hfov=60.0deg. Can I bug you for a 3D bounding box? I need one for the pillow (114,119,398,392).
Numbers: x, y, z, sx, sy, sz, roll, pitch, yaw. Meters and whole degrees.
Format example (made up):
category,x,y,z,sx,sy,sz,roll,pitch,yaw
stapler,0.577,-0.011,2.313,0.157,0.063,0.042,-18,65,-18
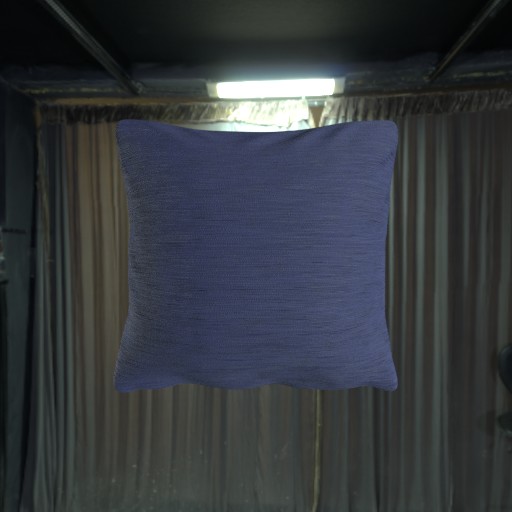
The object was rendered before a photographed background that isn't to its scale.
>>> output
category,x,y,z,sx,sy,sz,roll,pitch,yaw
pillow,0.000,0.000,0.677,0.432,0.414,0.246,0,1,0
